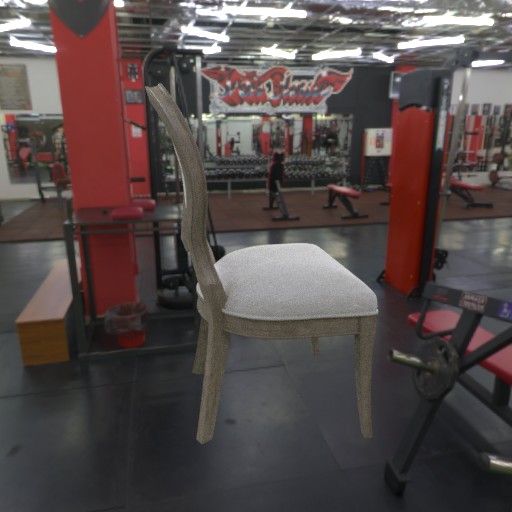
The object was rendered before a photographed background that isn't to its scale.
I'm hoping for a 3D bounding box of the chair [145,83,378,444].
[{"bbox_3d":[0.000,0.000,1.371,0.602,0.990,0.558,-3,16,-10],"label":"chair"}]
